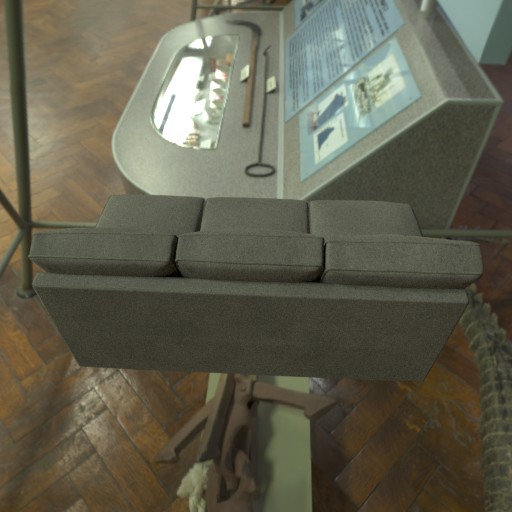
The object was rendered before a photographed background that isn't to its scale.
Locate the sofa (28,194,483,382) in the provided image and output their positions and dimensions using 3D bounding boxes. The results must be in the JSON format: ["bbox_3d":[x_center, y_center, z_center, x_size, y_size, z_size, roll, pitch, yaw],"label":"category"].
[{"bbox_3d":[0.000,0.000,2.482,1.962,0.973,1.027,2,46,2],"label":"sofa"}]
